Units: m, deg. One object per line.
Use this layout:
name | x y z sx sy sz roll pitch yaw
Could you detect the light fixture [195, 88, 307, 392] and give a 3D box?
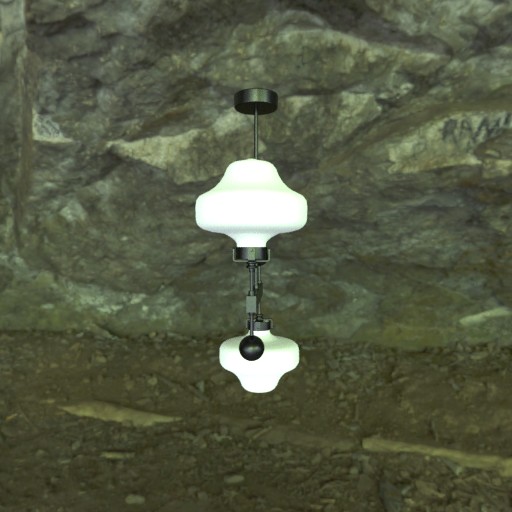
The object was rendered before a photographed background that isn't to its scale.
light fixture | 0.000 0.000 1.033 0.422 0.743 0.489 0 1 -34
